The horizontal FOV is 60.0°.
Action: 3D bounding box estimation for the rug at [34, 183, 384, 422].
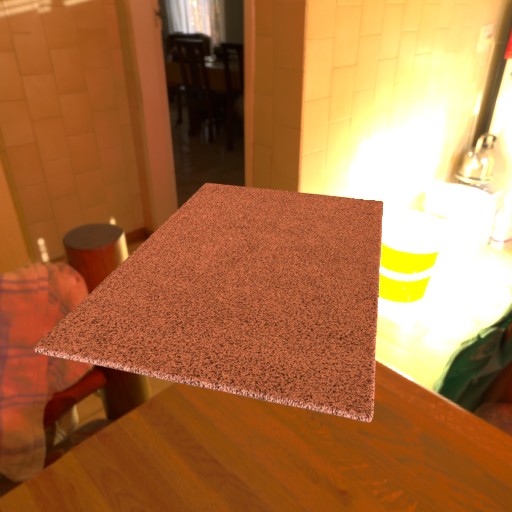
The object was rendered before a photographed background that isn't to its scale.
[{"bbox_3d":[0.000,0.000,2.232,1.219,0.030,1.778,8,31,13],"label":"rug"}]
